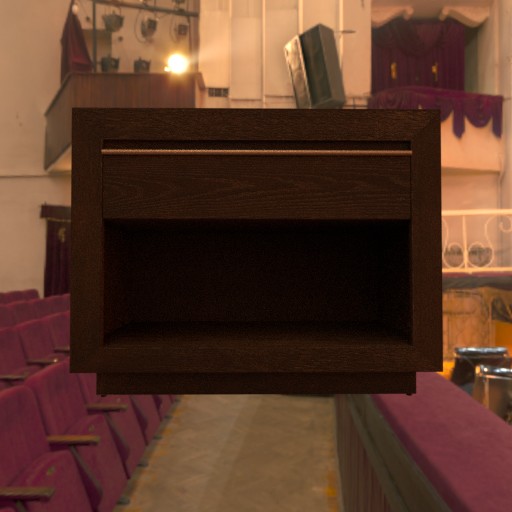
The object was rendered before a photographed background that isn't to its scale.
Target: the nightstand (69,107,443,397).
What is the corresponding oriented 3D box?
[{"bbox_3d":[0.000,0.000,1.145,0.775,0.612,0.457,0,-1,-1],"label":"nightstand"}]
